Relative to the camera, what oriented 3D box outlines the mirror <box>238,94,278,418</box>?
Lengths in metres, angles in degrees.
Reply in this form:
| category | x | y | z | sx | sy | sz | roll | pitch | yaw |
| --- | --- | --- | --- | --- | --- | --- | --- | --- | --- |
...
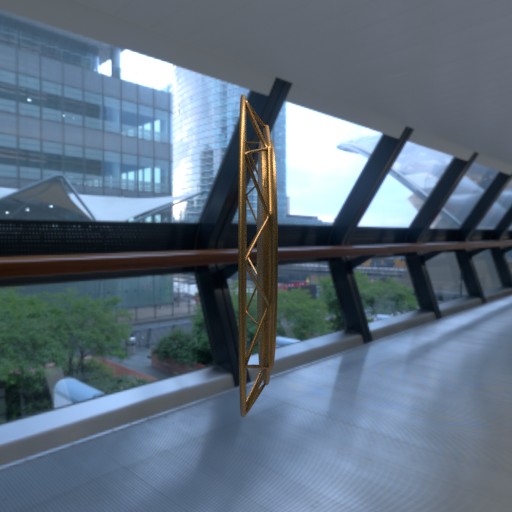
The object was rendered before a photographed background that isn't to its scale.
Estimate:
| category | x | y | z | sx | sy | sz | roll | pitch | yaw |
| --- | --- | --- | --- | --- | --- | --- | --- | --- | --- |
| mirror | 0.000 | 0.000 | 0.662 | 0.043 | 0.454 | 0.454 | 0 | 1 | -1 |
